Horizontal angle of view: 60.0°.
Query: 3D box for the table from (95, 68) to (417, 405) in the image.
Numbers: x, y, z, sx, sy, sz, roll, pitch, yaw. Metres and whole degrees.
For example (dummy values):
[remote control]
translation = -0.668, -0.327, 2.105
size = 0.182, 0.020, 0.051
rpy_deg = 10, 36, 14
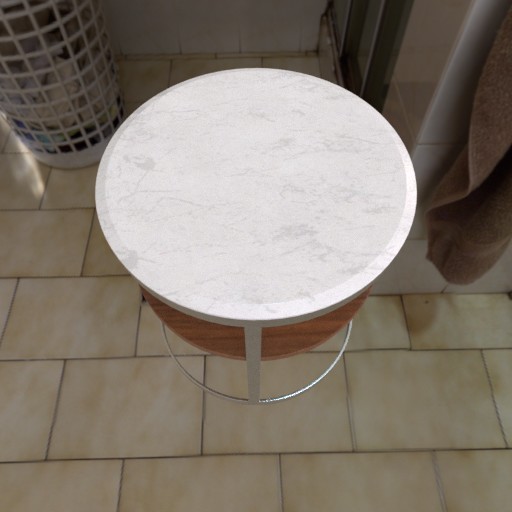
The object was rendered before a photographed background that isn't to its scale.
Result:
[table]
translation = 0.000, 0.000, 0.758
size = 0.407, 0.447, 0.407
rpy_deg = 0, 60, 0
